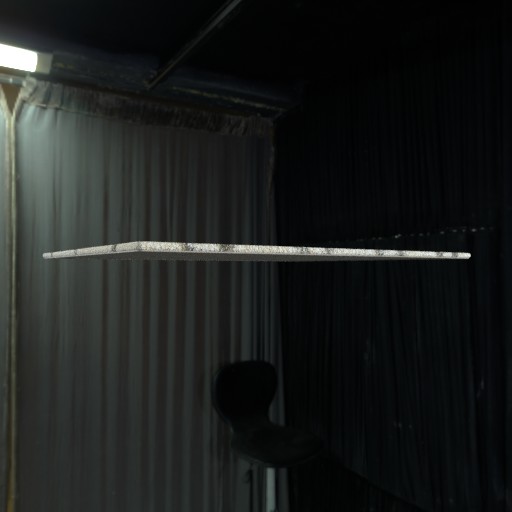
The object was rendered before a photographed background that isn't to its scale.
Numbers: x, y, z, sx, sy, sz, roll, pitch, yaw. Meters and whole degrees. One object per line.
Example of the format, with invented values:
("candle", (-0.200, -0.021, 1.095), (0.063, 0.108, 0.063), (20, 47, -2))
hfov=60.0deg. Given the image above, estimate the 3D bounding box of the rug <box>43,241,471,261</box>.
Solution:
("rug", (0.000, 0.000, 2.059), (1.600, 0.025, 1.200), (1, -2, -36))
